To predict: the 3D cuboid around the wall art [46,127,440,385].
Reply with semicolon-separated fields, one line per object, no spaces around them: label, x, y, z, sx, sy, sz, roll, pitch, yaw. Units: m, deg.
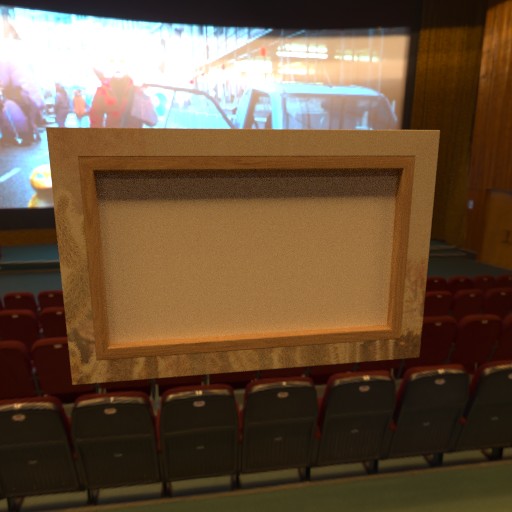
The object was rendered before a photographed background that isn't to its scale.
wall art;0.000;0.000;1.376;1.142;0.758;0.041;-2;13;-9
